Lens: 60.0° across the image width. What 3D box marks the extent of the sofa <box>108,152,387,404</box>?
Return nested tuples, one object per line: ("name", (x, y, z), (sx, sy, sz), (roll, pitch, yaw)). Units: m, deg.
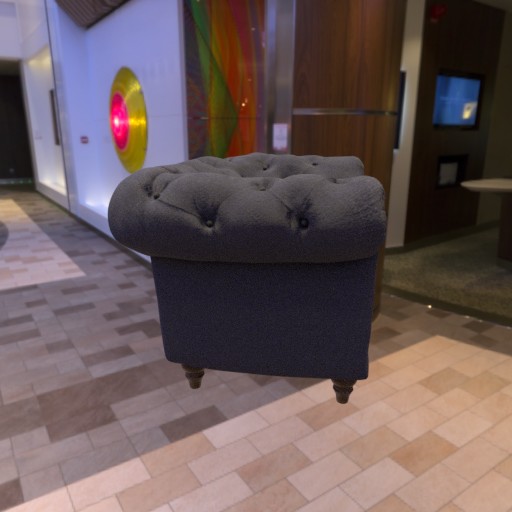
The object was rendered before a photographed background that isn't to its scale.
("sofa", (0.000, 0.000, 2.054), (1.032, 0.878, 1.405), (3, 16, 9))
